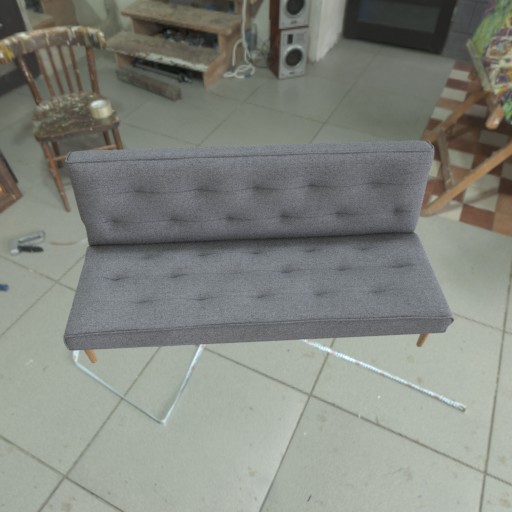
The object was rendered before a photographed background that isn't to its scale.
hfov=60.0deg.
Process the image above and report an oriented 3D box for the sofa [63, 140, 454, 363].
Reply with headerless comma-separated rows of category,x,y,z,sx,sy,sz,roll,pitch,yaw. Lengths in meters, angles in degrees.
sofa,0.000,0.000,2.242,1.820,0.830,0.810,-2,47,-2
